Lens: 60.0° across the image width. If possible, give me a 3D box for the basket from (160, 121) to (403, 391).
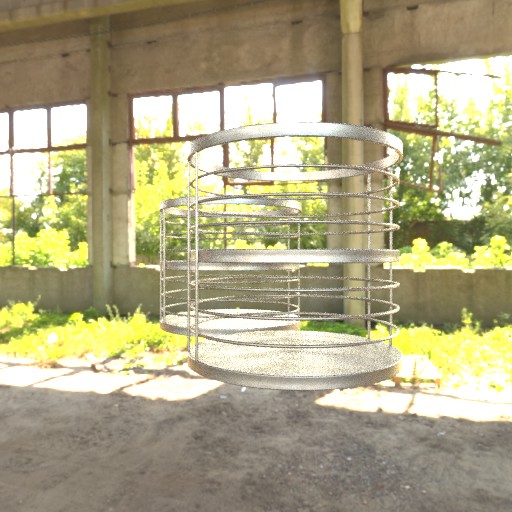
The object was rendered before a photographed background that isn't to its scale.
[{"bbox_3d":[0.000,0.000,0.938,0.356,0.351,0.746,0,0,-19],"label":"basket"}]
